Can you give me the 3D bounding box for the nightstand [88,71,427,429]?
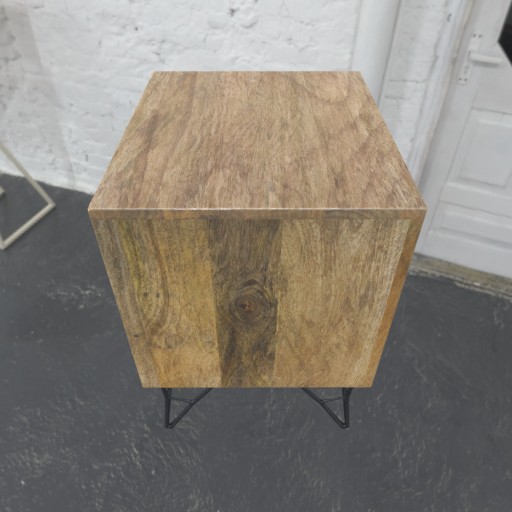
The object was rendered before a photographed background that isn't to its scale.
[{"bbox_3d":[0.000,0.000,0.879,0.406,0.559,0.457,0,42,0],"label":"nightstand"}]
